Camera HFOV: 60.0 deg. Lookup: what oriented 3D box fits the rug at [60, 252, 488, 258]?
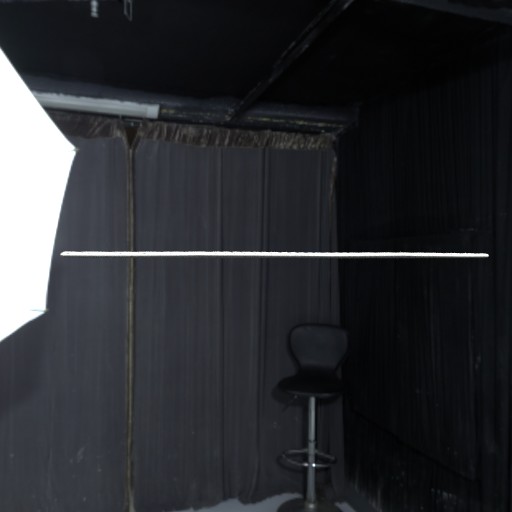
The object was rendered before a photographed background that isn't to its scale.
[{"bbox_3d":[0.000,0.000,3.224,2.449,0.028,1.829,0,0,-19],"label":"rug"}]
